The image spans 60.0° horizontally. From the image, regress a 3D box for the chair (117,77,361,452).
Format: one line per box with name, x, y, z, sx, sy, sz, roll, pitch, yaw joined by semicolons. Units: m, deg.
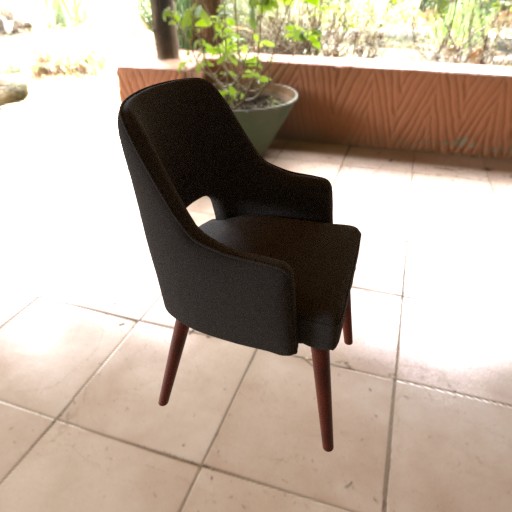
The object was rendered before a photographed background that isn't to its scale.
chair;0.000;0.000;1.195;0.560;0.838;0.559;9;32;15
